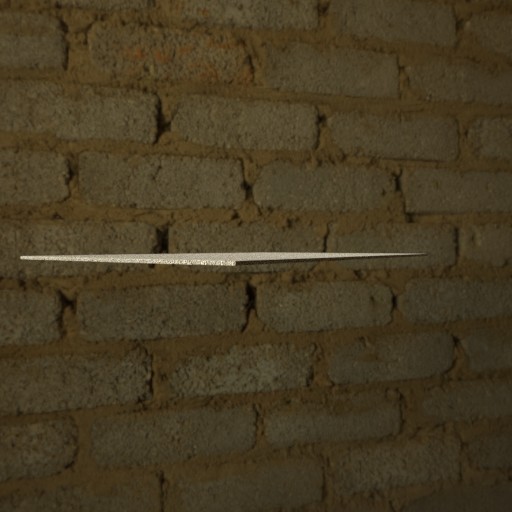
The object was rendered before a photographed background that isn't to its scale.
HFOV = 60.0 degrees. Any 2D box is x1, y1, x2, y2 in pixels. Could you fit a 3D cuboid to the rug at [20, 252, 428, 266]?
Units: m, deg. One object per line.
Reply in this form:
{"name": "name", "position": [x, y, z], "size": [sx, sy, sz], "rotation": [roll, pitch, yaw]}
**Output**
{"name": "rug", "position": [0.000, 0.000, 2.889], "size": [1.532, 0.018, 2.297], "rotation": [1, 1, 37]}
